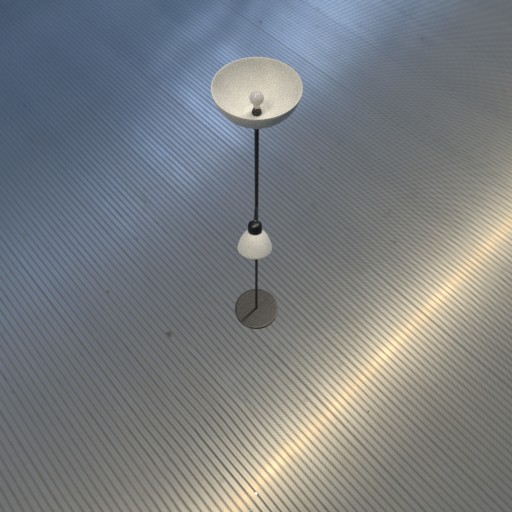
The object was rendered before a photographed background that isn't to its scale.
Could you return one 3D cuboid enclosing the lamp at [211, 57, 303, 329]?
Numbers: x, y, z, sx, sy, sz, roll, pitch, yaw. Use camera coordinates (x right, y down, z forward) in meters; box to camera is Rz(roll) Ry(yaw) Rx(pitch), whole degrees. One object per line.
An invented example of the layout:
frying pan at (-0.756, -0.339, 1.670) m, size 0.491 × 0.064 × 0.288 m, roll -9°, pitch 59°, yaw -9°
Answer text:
lamp at (0.000, 0.000, 2.067) m, size 0.279 × 1.804 × 0.442 m, roll 1°, pitch 62°, yaw 1°
